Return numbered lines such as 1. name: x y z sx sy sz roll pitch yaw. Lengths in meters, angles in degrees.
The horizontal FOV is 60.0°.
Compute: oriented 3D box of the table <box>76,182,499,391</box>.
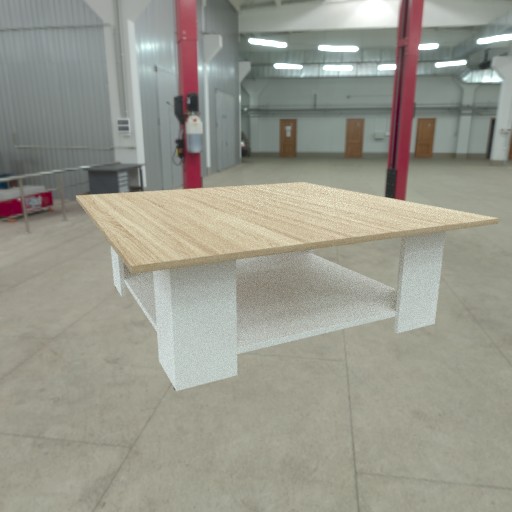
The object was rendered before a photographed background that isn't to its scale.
1. table: 0.000 0.000 1.320 0.890 0.305 0.890 -8 18 -26
